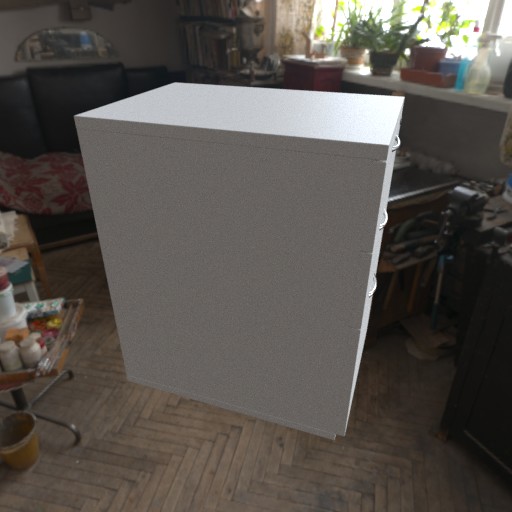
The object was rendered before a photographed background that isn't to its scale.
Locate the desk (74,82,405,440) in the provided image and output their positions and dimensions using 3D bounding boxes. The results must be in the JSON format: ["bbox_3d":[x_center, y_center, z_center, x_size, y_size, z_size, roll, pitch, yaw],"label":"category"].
[{"bbox_3d":[0.000,0.000,1.113,0.600,0.730,0.404,10,32,17],"label":"desk"}]
